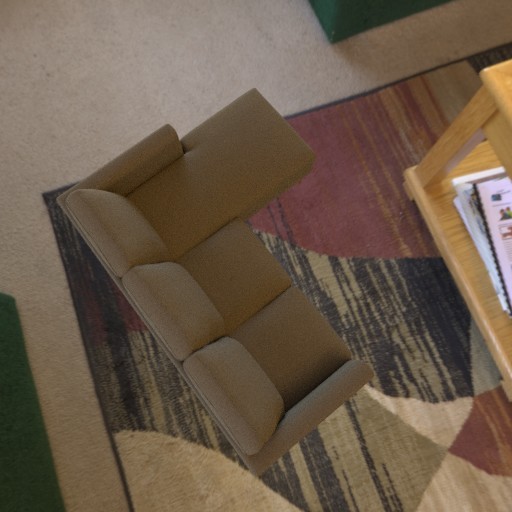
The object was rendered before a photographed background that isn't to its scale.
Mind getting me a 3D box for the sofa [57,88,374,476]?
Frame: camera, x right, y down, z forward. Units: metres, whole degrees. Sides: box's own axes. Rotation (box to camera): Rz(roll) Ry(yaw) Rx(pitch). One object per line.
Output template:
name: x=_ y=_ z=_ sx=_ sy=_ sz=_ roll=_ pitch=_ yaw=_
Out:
sofa: x=0.000 y=0.000 z=2.913 sx=1.591 sy=0.897 sz=2.031 roll=-37 pitch=79 yaw=-9
